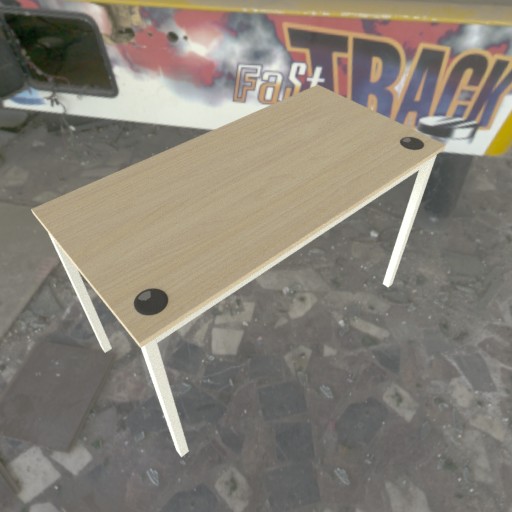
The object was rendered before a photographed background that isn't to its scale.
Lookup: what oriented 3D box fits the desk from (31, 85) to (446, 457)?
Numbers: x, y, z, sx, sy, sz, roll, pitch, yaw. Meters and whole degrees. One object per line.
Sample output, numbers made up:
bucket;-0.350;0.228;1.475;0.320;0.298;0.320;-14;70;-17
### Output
desk;0.000;0.000;1.664;1.200;0.750;0.600;-32;54;-27
